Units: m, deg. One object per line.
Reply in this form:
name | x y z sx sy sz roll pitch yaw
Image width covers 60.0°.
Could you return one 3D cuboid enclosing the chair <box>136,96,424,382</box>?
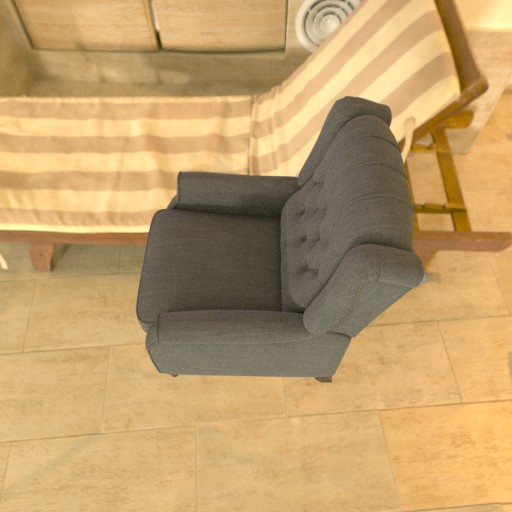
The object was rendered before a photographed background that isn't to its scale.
chair | 0.000 0.000 1.693 0.898 1.035 0.742 1 58 1
